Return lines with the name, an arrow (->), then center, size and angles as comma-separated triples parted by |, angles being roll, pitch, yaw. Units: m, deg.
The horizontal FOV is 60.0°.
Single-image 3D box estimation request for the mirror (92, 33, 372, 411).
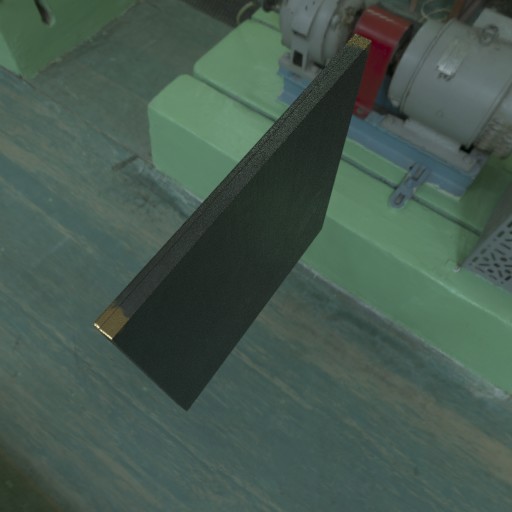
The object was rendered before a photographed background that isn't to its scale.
mirror -> 0.000, 0.000, 0.554 | 0.020, 0.381, 0.382 | 32, 68, 15
